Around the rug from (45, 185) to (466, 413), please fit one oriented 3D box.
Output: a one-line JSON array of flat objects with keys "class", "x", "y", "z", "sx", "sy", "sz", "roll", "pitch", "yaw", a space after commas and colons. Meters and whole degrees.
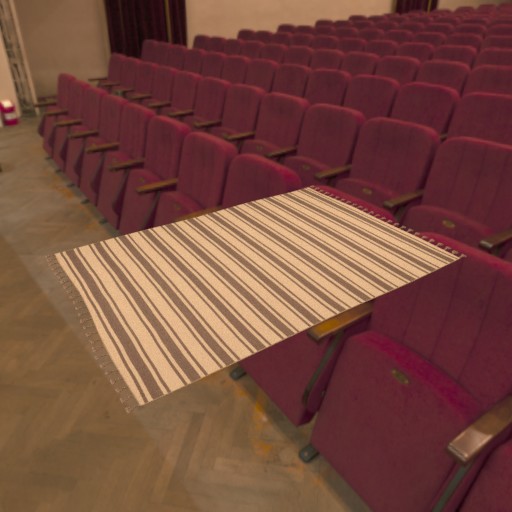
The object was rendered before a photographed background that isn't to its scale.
[{"class": "rug", "x": 0.000, "y": 0.000, "z": 3.811, "sx": 3.040, "sy": 0.017, "sz": 2.030, "roll": -19, "pitch": 35, "yaw": -29}]
